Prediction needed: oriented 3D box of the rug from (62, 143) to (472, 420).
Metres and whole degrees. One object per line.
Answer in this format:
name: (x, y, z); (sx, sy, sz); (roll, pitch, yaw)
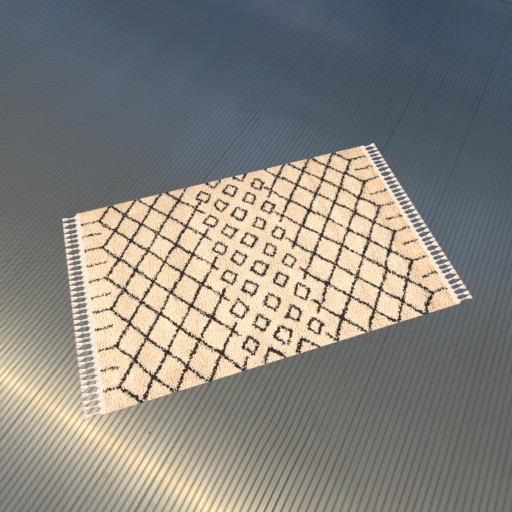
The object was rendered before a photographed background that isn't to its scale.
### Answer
rug: (0.000, 0.000, 2.457); (2.006, 0.008, 1.196); (-15, 59, -9)
